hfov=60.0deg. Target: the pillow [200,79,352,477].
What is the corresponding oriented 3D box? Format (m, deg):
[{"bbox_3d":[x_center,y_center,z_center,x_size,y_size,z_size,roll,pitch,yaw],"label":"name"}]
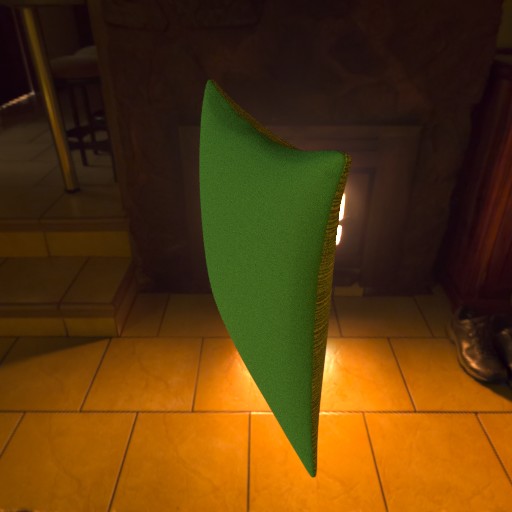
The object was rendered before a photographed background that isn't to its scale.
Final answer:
[{"bbox_3d":[0.000,0.000,0.748,0.150,0.497,0.514,-10,32,-17],"label":"pillow"}]
